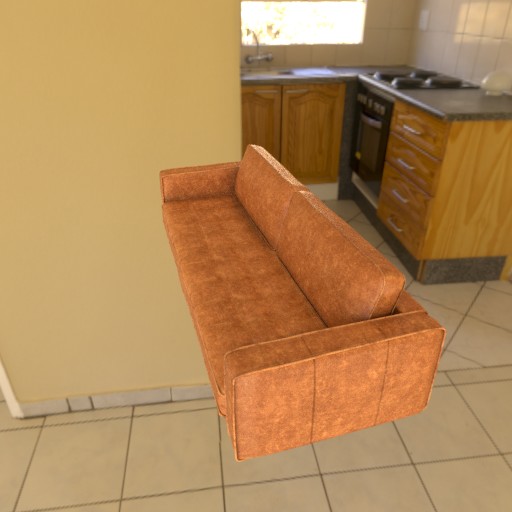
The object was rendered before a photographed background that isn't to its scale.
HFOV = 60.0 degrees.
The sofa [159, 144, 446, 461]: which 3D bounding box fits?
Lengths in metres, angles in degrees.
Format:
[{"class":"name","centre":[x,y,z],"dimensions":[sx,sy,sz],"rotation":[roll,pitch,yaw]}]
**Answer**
[{"class":"sofa","centre":[0.000,0.000,2.565],"dimensions":[0.886,0.779,2.199],"rotation":[-9,31,-15]}]
